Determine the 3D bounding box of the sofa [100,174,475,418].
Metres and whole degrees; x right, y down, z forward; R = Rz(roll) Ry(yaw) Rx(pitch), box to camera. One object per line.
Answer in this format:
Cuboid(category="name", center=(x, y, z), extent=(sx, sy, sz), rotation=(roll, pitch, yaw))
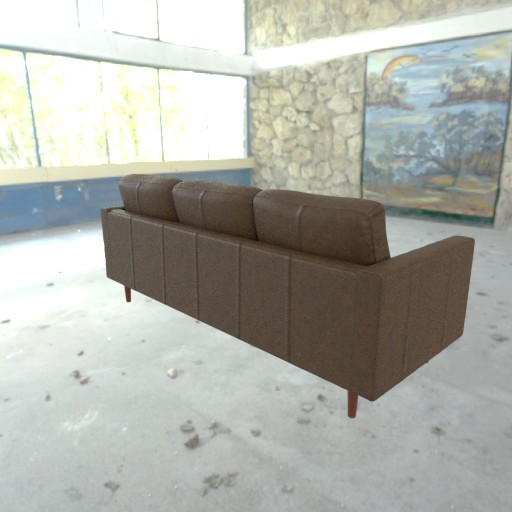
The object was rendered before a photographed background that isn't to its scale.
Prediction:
Cuboid(category="sofa", center=(0.000, 0.000, 2.714), extent=(0.903, 0.930, 2.231), rotation=(-14, 20, -42))
